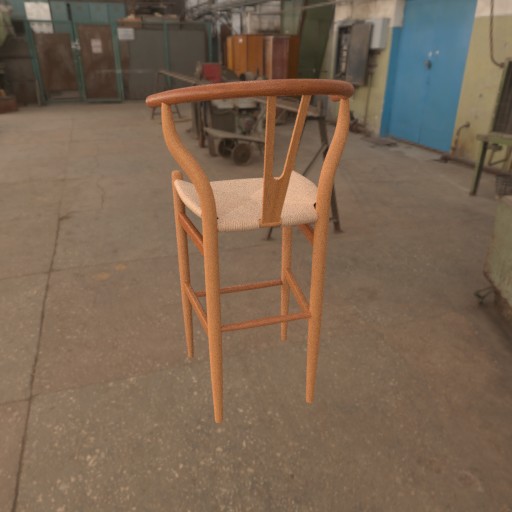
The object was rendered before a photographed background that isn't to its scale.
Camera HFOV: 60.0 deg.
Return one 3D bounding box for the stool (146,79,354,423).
[{"bbox_3d":[0.000,0.000,1.397,0.574,1.068,0.561,-7,26,-15],"label":"stool"}]
